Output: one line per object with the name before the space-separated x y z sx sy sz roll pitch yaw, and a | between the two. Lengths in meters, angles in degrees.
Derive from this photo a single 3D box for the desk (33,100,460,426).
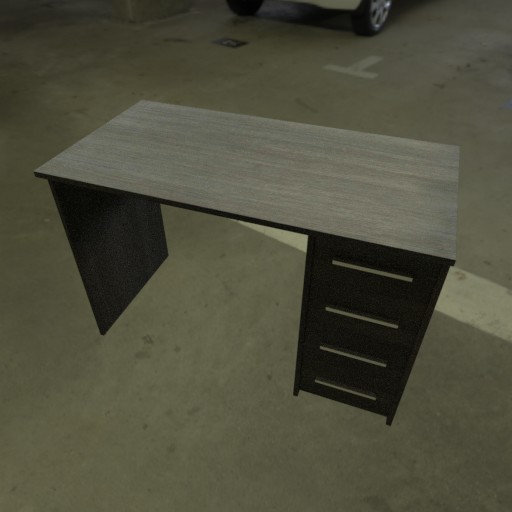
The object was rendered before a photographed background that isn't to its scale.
desk | 0.000 0.000 1.503 1.096 0.730 0.560 13 42 15
